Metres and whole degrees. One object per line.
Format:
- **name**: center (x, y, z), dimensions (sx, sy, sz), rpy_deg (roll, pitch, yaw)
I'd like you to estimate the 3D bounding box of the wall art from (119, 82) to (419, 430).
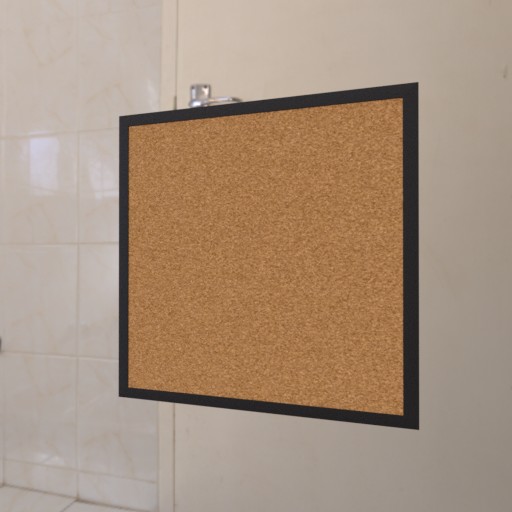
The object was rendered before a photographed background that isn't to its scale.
- **wall art**: center (0.000, 0.000, 0.735), dimensions (0.506, 0.503, 0.036), rpy_deg (0, 0, 18)
